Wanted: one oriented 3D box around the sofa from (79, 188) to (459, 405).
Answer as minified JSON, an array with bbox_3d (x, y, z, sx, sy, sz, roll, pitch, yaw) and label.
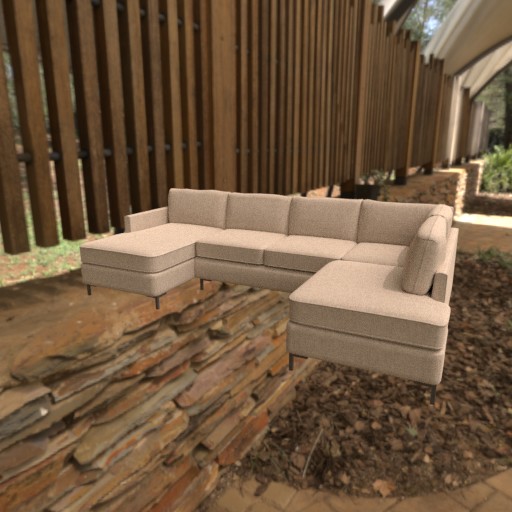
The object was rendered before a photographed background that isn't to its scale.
[{"bbox_3d":[0.000,0.000,4.140,3.423,0.996,2.021,7,17,25],"label":"sofa"}]
